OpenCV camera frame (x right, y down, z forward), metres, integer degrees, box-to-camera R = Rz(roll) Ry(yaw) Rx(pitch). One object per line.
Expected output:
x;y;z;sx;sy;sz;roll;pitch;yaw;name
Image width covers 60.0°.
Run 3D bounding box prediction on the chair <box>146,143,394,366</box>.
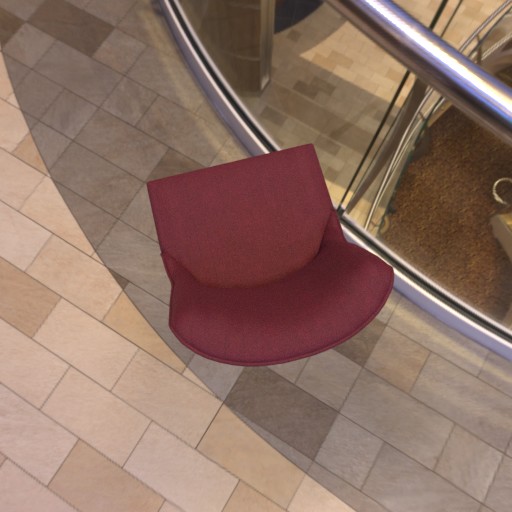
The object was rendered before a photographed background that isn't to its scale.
0.000;0.000;1.300;0.548;0.916;0.638;-14;76;-4;chair
